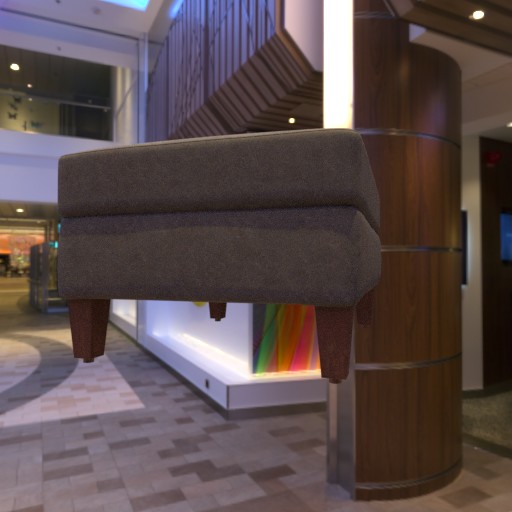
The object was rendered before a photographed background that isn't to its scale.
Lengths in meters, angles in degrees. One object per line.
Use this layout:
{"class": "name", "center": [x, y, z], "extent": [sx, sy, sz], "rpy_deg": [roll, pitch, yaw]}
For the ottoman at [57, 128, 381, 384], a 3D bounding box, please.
{"class": "ottoman", "center": [0.000, 0.000, 1.214], "extent": [0.639, 0.464, 0.839], "rpy_deg": [0, -1, 18]}
